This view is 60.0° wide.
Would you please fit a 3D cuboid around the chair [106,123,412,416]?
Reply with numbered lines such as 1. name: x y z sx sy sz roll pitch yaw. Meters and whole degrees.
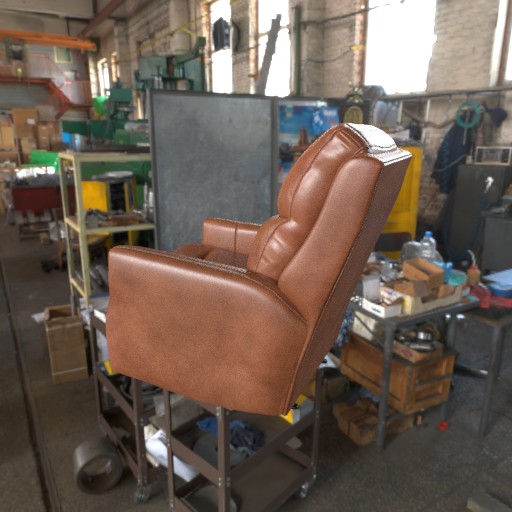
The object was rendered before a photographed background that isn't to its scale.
1. chair: 0.000 0.000 1.797 1.072 1.016 0.821 7 16 24
